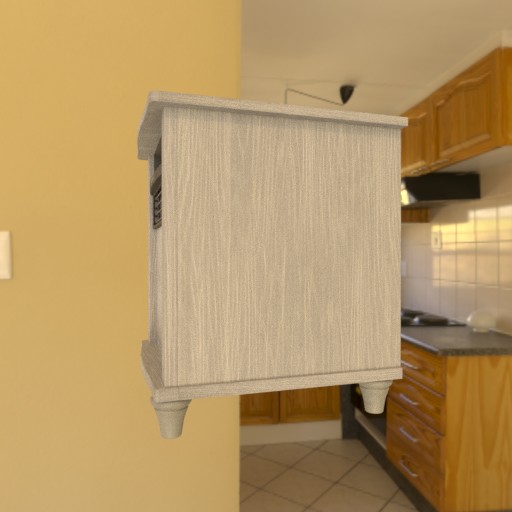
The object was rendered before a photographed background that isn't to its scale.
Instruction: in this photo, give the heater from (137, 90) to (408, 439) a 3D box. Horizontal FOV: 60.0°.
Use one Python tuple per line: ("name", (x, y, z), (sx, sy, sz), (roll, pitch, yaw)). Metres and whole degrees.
("heater", (0.000, 0.000, 0.775), (0.400, 0.481, 0.362), (0, 0, -17))
